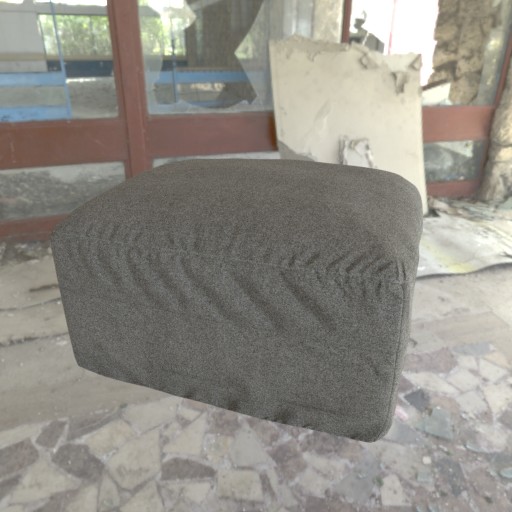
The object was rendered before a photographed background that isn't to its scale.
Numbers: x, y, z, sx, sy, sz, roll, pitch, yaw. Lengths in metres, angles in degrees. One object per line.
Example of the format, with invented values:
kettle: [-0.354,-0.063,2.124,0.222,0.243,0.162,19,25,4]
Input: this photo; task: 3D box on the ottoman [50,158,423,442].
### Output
ottoman: [0.000,0.000,1.220,0.837,0.481,0.683,9,27,18]
